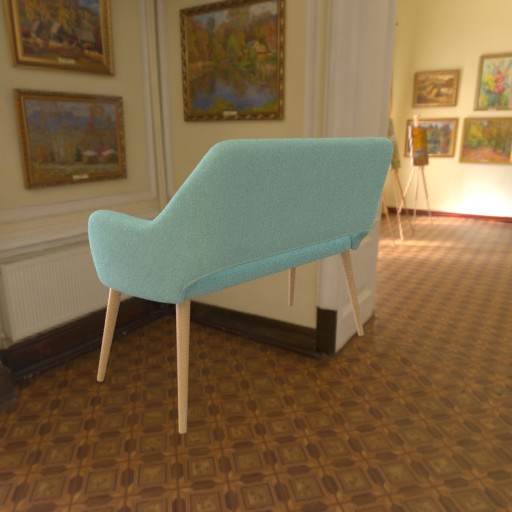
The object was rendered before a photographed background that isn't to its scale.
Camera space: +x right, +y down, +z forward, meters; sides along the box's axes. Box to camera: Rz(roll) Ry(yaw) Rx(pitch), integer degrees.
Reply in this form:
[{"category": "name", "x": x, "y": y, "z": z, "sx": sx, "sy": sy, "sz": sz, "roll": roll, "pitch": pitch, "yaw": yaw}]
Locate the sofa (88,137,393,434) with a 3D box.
[{"category": "sofa", "x": 0.000, "y": 0.000, "z": 1.624, "sx": 1.150, "sy": 0.840, "sz": 0.610, "roll": -15, "pitch": 21, "yaw": -42}]
